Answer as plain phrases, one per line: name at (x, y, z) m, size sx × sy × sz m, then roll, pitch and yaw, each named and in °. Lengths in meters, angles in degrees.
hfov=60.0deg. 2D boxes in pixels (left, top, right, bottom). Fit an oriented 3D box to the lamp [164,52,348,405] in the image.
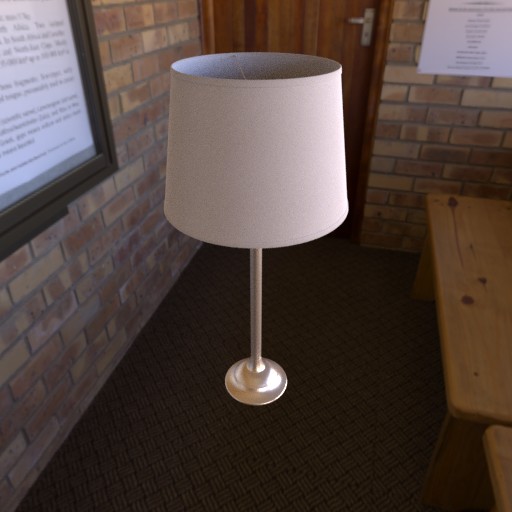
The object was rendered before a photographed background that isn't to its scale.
lamp at (0.000, 0.000, 0.869) m, size 0.331 × 0.698 × 0.331 m, roll 0°, pitch 32°, yaw 0°
